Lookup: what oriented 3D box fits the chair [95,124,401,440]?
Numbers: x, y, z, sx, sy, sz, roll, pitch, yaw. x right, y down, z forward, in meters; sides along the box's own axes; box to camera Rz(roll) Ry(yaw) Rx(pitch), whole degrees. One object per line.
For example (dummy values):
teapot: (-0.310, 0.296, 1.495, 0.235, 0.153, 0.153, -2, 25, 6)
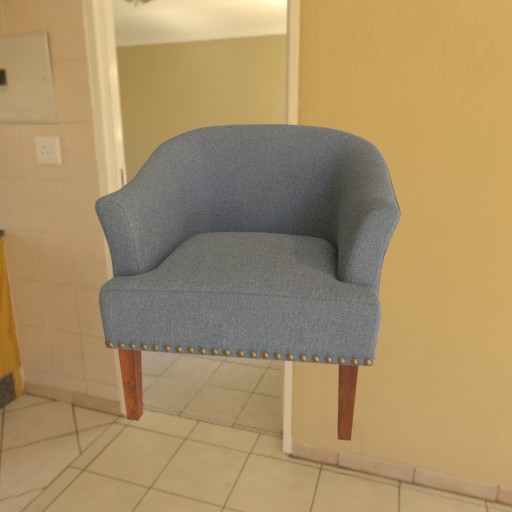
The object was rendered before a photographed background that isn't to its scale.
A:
chair: (0.000, 0.000, 1.391, 0.798, 0.815, 0.704, 2, 15, 8)
